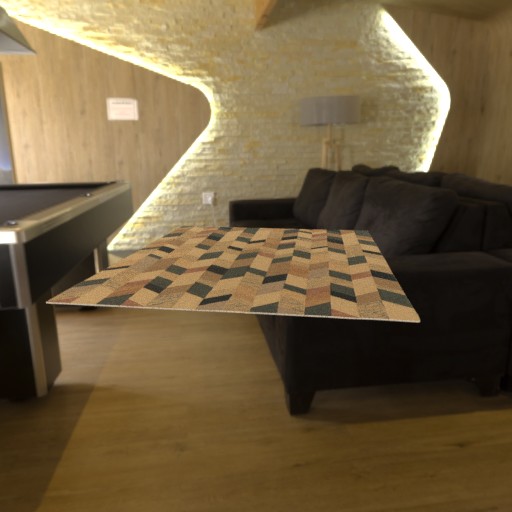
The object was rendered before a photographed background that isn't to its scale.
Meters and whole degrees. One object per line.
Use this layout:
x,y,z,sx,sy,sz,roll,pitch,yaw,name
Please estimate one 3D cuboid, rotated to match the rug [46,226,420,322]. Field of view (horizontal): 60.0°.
0.000,0.000,4.312,2.451,0.011,3.072,2,14,8,rug
